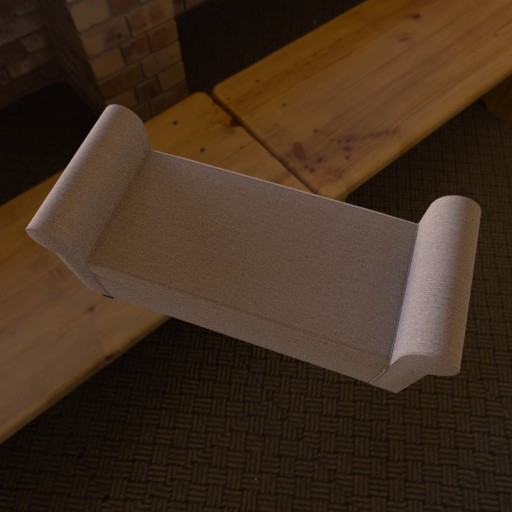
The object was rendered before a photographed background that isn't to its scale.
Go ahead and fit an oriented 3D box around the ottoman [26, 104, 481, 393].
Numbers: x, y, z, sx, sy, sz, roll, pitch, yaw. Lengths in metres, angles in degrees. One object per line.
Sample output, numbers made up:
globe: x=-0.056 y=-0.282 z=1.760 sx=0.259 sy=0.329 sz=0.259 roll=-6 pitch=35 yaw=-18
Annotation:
ottoman: x=0.000 y=0.000 z=1.507 sx=1.256 sy=0.547 sz=0.521 roll=17 pitch=65 yaw=8
